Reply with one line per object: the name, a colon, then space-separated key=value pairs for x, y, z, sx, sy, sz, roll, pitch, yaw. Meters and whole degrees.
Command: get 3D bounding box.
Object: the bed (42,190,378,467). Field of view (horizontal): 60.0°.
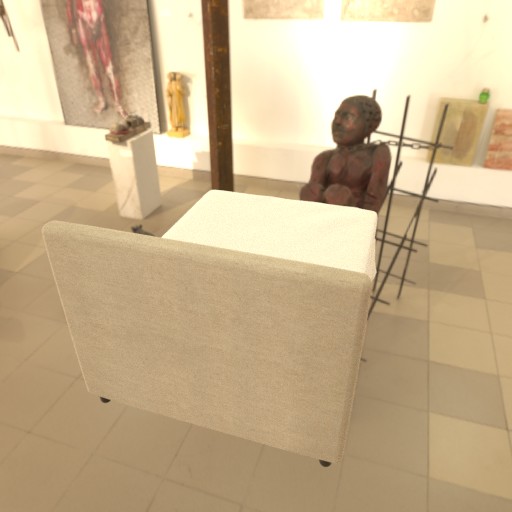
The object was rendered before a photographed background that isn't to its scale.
bed: x=0.000 y=0.000 z=3.226 sx=1.713 sy=1.330 sz=2.162 roll=10 pitch=33 yaw=15
